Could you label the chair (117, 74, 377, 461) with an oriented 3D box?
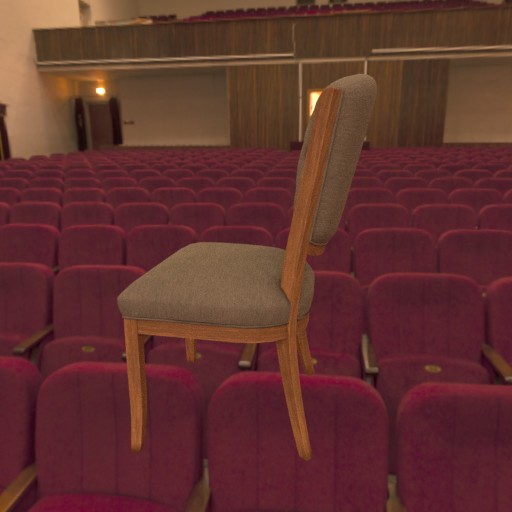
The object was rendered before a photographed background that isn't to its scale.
[{"bbox_3d":[0.000,0.000,1.214,0.584,0.905,0.513,2,14,8],"label":"chair"}]
